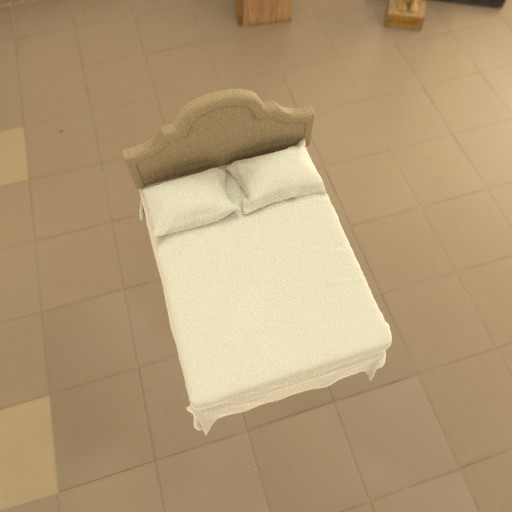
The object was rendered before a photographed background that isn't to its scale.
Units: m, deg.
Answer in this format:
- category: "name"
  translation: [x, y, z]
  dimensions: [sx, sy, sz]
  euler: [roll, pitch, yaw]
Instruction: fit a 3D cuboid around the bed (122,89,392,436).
- category: "bed"
  translation: [0.000, 0.000, 3.531]
  dimensions: [1.780, 1.634, 2.222]
  euler: [-16, 65, -7]
